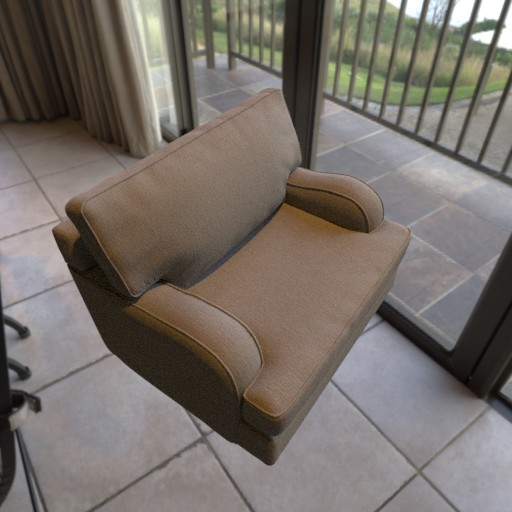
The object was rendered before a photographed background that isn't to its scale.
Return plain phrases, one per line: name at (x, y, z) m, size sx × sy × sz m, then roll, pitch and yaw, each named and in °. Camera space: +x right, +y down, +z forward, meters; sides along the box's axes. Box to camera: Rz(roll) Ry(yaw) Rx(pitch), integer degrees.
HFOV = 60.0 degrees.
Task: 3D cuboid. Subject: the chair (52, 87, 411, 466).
chair at (0.000, 0.000, 1.973) m, size 1.041 × 1.016 × 1.220 m, roll 26°, pitch 48°, yaw 25°
